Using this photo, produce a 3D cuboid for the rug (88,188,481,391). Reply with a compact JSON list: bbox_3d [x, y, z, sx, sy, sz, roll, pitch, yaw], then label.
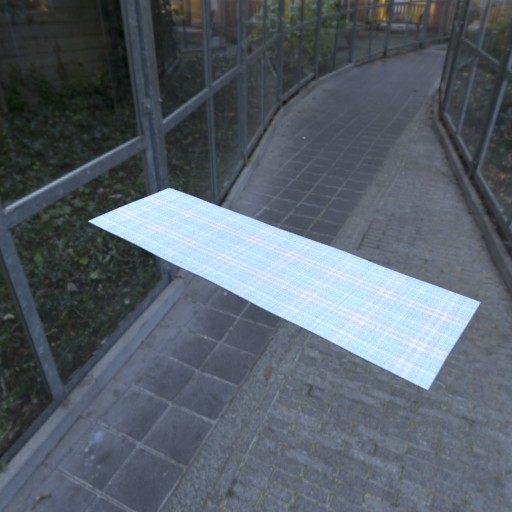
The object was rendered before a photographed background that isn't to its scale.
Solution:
[{"bbox_3d":[0.000,0.000,2.740,2.439,0.013,0.762,23,38,32],"label":"rug"}]
